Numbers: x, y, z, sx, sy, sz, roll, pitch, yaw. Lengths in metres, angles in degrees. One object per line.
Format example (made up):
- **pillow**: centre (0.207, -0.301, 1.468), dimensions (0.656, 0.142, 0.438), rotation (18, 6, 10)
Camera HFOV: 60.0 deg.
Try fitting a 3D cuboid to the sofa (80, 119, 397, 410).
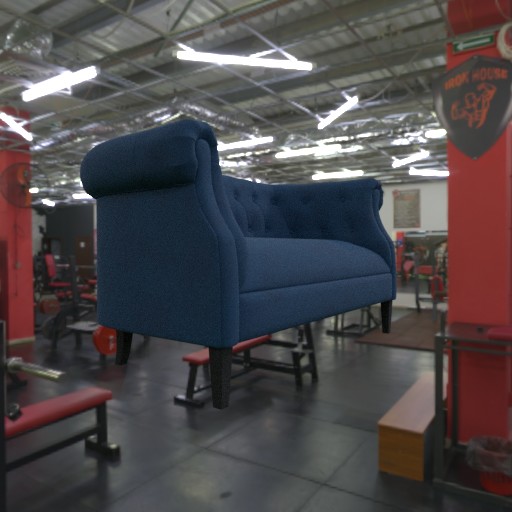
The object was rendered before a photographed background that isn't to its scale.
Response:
- **sofa**: centre (0.000, 0.000, 2.006), dimensions (0.835, 0.827, 1.558), rotation (1, 1, 36)
